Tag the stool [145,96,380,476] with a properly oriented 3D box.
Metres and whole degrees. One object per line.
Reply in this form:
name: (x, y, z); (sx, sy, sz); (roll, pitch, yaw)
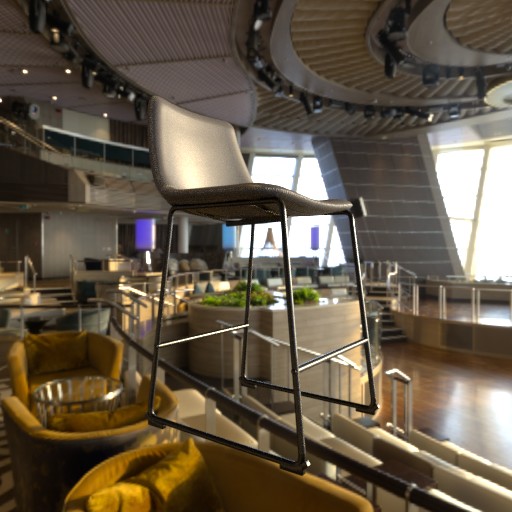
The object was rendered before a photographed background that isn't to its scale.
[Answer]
stool: (0.000, 0.000, 1.204); (0.546, 0.876, 0.470); (1, 1, 35)
